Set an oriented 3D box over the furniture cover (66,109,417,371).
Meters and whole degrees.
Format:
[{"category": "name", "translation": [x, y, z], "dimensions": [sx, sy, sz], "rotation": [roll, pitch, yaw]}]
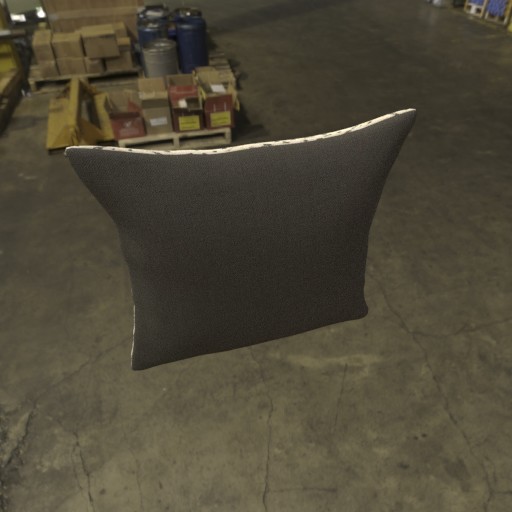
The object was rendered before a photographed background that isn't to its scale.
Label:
[{"category": "furniture cover", "translation": [0.000, 0.000, 0.793], "dimensions": [0.525, 0.498, 0.180], "rotation": [-11, 42, -12]}]
